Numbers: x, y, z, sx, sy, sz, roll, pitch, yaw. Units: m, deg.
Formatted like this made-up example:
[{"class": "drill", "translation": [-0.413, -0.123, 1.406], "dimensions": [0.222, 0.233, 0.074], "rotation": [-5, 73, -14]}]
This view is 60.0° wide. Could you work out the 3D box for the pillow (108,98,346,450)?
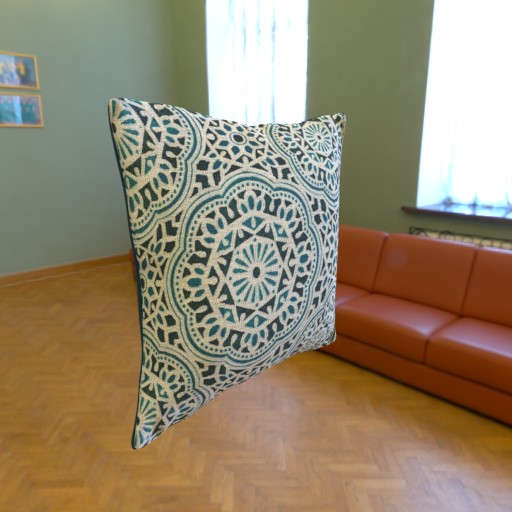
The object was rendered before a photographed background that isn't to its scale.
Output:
[{"class": "pillow", "translation": [0.000, 0.000, 0.650], "dimensions": [0.145, 0.420, 0.440], "rotation": [13, 19, 42]}]
